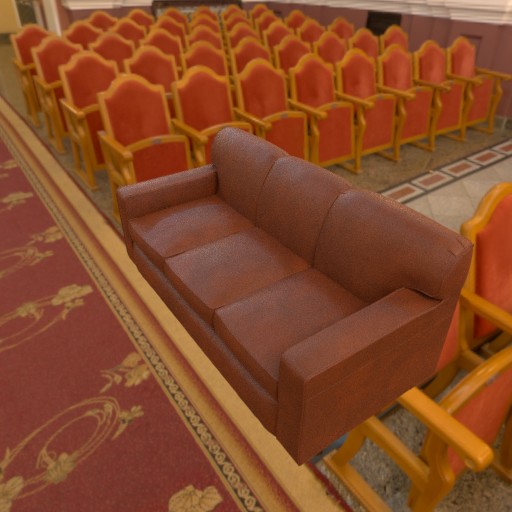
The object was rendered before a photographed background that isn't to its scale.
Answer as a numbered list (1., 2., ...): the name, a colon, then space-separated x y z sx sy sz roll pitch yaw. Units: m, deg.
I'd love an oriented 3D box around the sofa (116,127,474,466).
1. sofa: 0.000 0.000 2.616 1.008 0.953 2.039 -21 39 -28
